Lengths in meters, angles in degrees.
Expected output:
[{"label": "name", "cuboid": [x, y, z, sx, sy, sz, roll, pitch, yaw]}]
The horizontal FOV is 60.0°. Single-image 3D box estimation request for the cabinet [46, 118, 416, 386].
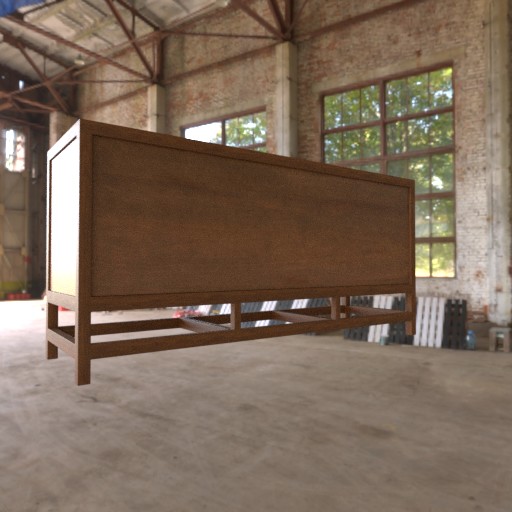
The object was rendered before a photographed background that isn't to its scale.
[{"label": "cabinet", "cuboid": [0.000, 0.000, 2.065, 1.708, 0.820, 0.522, 1, -1, -36]}]
